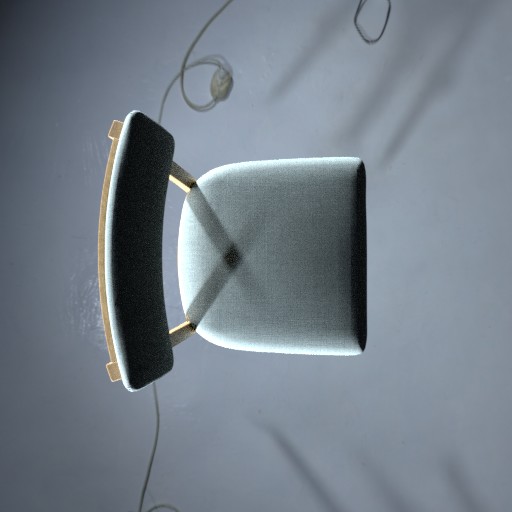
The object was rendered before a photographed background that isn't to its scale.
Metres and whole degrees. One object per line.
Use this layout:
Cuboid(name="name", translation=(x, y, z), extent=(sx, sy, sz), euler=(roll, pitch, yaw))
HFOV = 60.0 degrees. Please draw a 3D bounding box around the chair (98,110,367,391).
Cuboid(name="chair", translation=(0.000, 0.000, 1.166), extent=(0.572, 0.832, 0.508), euler=(0, 88, -1))
